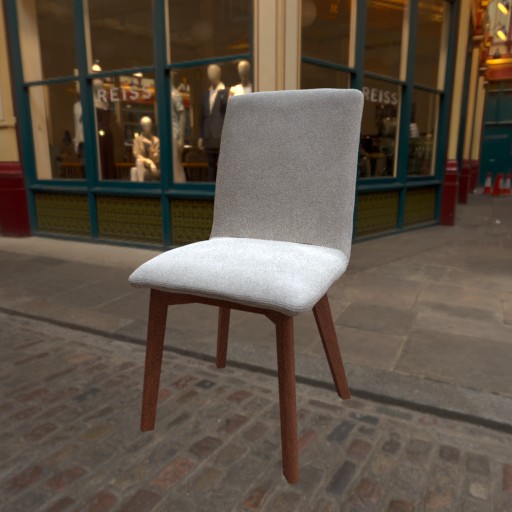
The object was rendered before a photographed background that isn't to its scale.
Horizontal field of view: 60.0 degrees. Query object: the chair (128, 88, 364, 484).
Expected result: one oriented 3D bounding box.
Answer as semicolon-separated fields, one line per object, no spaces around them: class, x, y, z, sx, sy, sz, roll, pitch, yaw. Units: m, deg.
chair;0.000;0.000;1.298;0.522;0.974;0.563;6;15;26
